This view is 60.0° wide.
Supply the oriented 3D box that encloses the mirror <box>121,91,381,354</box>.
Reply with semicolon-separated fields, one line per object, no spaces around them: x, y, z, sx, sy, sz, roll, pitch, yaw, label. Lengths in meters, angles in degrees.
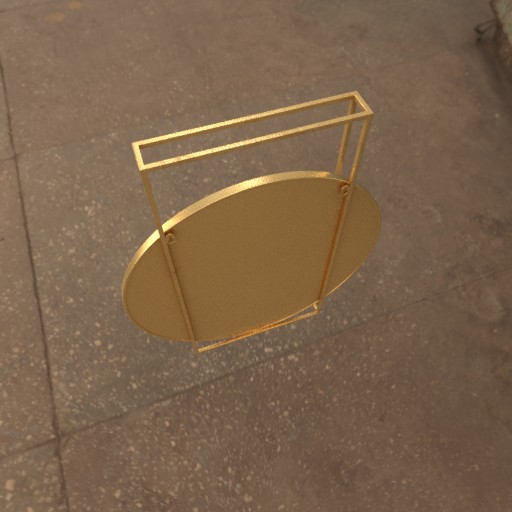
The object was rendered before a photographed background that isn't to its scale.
0.000;0.000;0.825;0.508;0.603;0.051;-16;58;-11;mirror
